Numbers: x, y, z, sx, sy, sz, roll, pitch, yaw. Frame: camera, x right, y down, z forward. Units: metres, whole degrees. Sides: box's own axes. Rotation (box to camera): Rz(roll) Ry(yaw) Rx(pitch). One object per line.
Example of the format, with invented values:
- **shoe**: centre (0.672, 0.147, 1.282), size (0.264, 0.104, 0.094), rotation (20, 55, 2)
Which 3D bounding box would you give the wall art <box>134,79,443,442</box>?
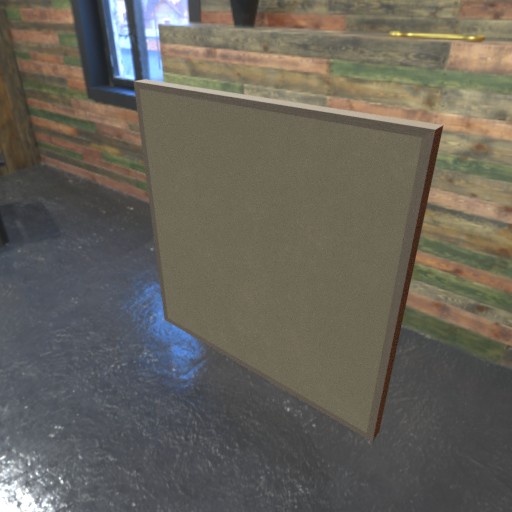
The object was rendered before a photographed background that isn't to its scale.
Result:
- **wall art**: centre (0.000, 0.000, 1.113), size (0.761, 0.758, 0.038), rotation (22, 37, 33)
